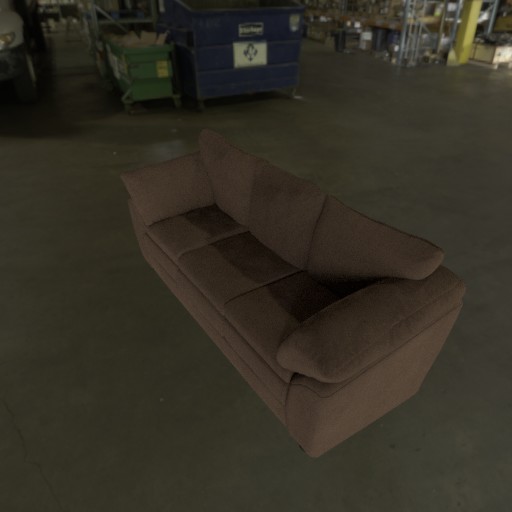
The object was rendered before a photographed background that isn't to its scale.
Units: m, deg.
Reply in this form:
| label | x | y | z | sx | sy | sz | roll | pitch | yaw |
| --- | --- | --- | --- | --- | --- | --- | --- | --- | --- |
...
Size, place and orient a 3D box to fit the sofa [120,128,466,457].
| label | x | y | z | sx | sy | sz | roll | pitch | yaw |
| --- | --- | --- | --- | --- | --- | --- | --- | --- | --- |
| sofa | 0.000 | 0.000 | 2.767 | 0.878 | 1.015 | 2.336 | -19 | 37 | -28 |
